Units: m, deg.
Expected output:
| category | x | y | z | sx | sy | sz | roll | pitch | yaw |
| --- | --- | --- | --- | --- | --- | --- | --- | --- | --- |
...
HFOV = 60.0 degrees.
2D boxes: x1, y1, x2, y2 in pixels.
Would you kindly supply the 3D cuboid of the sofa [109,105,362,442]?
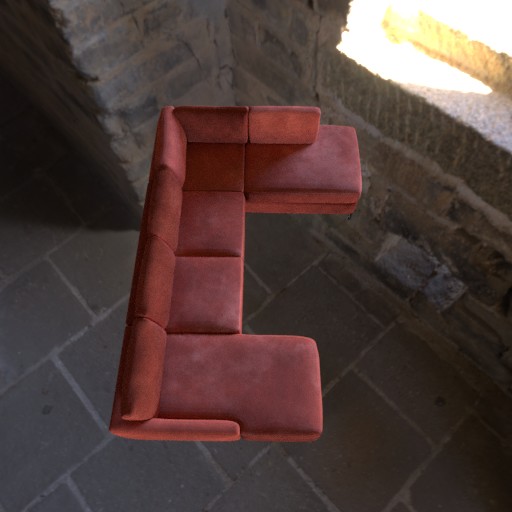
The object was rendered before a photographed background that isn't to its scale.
| category | x | y | z | sx | sy | sz | roll | pitch | yaw |
| --- | --- | --- | --- | --- | --- | --- | --- | --- | --- |
| sofa | 0.000 | 0.000 | 3.853 | 1.981 | 0.858 | 2.971 | 1 | 63 | 0 |
